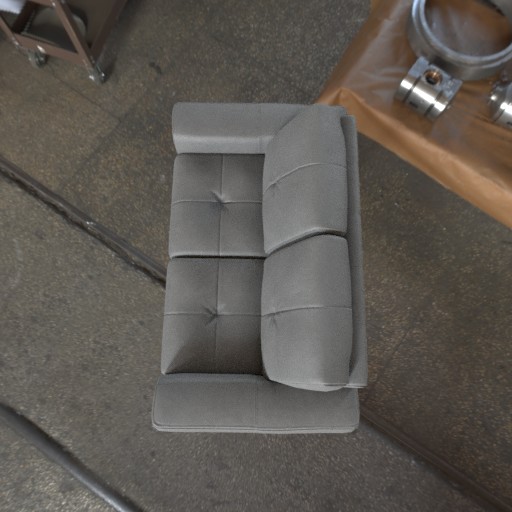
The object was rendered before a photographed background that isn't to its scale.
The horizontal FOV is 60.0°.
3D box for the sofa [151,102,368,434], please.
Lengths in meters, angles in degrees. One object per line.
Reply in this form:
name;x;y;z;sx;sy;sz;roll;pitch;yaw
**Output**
sofa;0.000;0.000;2.414;1.018;0.907;1.806;1;76;0
